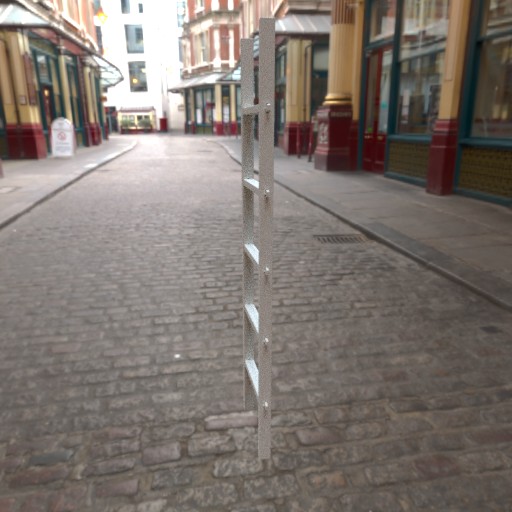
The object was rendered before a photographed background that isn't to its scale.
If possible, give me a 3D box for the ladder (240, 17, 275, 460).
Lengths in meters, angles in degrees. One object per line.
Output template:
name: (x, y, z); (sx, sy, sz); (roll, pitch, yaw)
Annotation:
ladder: (0.000, 0.000, 1.941); (0.051, 1.797, 0.452); (-3, 17, -11)
